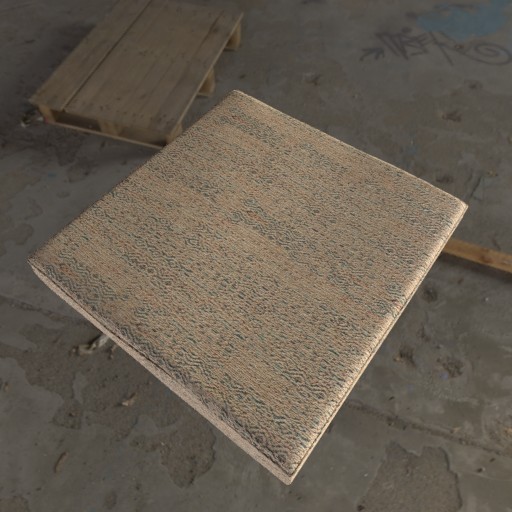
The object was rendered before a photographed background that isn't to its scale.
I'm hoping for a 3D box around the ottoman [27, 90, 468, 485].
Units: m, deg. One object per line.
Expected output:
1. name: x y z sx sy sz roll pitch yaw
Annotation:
1. ottoman: 0.000 0.000 1.480 0.968 0.356 1.004 33 63 19
